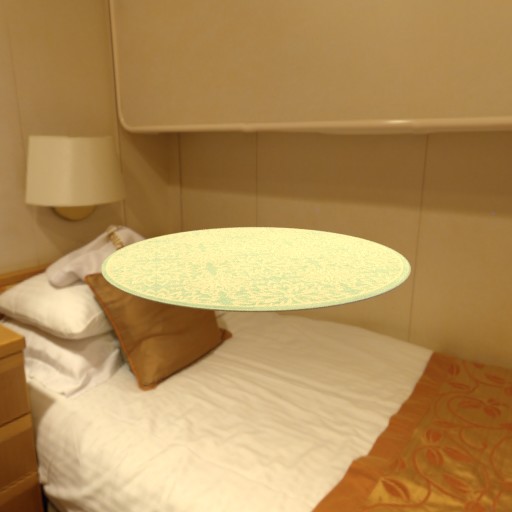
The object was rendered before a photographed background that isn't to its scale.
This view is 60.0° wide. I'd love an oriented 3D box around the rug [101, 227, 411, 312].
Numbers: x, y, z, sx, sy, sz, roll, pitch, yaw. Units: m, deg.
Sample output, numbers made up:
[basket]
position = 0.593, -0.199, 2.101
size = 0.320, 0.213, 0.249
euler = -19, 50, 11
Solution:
[rug]
position = 0.000, 0.000, 2.405
size = 1.593, 0.012, 1.593
euler = 0, 15, 0
